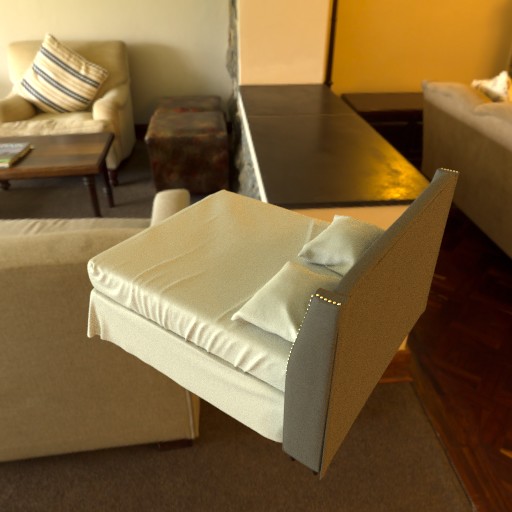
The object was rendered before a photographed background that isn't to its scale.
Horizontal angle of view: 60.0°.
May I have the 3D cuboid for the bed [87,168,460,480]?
[{"bbox_3d":[0.000,0.000,3.426,2.276,1.332,1.925,21,38,29],"label":"bed"}]
